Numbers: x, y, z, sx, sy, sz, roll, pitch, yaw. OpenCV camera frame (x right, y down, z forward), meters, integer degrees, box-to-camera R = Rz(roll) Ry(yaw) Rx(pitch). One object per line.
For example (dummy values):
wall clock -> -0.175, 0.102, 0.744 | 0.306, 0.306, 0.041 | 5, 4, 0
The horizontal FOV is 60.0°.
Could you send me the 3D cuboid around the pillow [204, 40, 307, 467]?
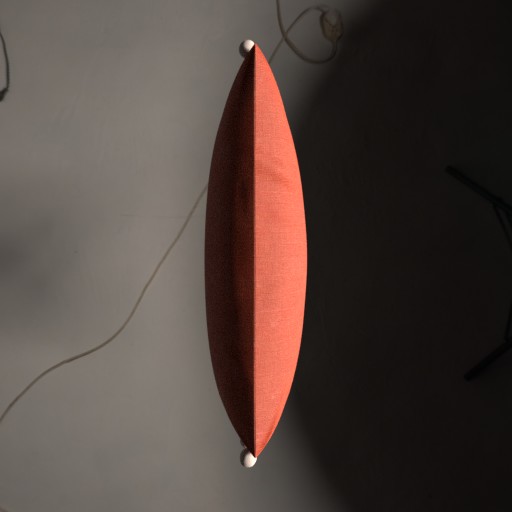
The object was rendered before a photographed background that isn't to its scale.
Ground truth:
pillow -> 0.000, 0.000, 0.849 | 0.201, 0.322, 0.709 | 0, 89, -1
